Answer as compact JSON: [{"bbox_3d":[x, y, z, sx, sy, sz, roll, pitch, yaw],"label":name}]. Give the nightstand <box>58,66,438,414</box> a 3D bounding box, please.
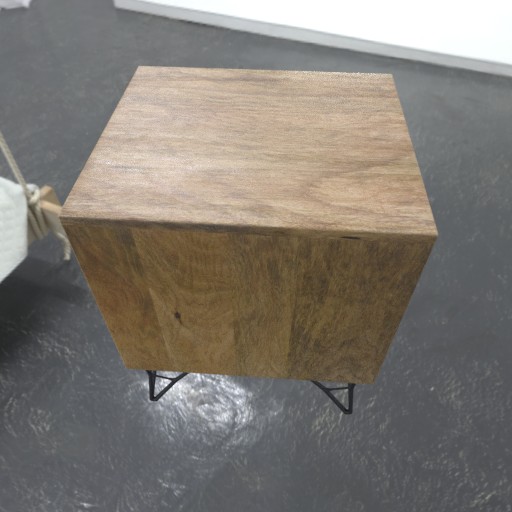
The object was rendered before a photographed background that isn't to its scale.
[{"bbox_3d":[0.000,0.000,0.870,0.457,0.559,0.406,3,48,3],"label":"nightstand"}]
